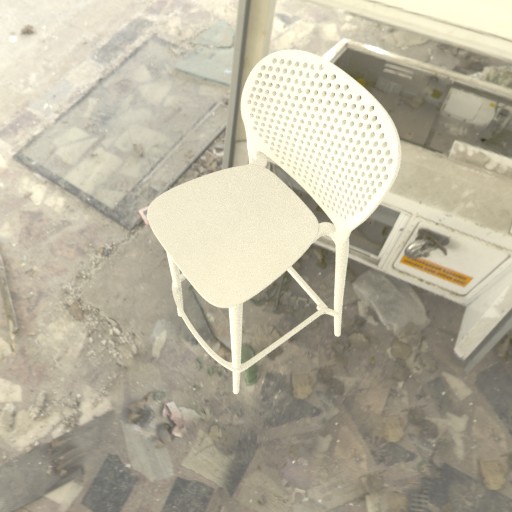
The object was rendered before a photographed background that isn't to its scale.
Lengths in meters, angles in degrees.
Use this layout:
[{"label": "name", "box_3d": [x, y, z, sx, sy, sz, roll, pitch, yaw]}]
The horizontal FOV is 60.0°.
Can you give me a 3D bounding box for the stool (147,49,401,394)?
[{"label": "stool", "box_3d": [0.000, 0.000, 1.346, 0.535, 1.045, 0.536, -34, 67, -16]}]
